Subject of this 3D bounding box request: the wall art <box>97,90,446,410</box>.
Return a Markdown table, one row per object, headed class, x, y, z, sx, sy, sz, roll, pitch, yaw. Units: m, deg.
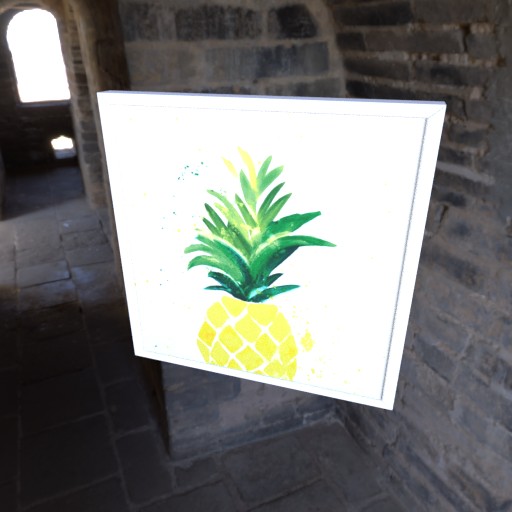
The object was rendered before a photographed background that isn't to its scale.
| class | x | y | z | sx | sy | sz | roll | pitch | yaw |
| --- | --- | --- | --- | --- | --- | --- | --- | --- | --- |
| wall art | 0.000 | 0.000 | 0.746 | 0.508 | 0.507 | 0.035 | 8 | 27 | 16 |
